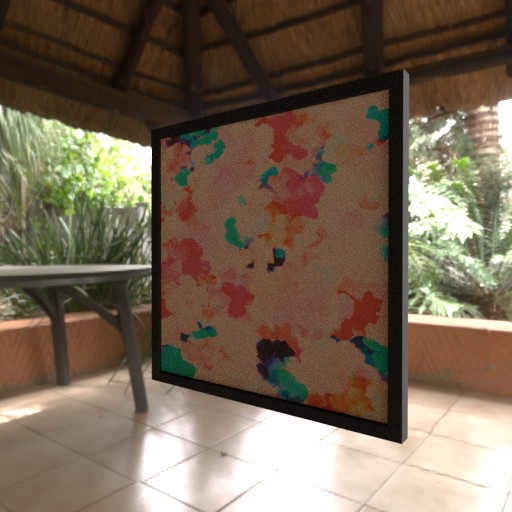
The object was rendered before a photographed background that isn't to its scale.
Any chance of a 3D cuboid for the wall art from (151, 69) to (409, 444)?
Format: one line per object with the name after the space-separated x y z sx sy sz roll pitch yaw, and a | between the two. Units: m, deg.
0.000 0.000 0.456 0.306 0.304 0.015 0 1 36 | wall art
